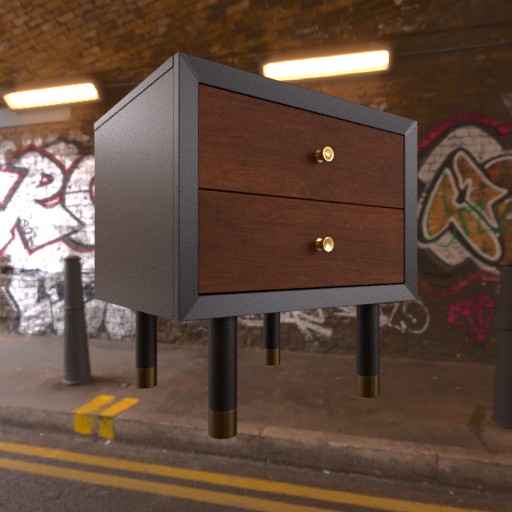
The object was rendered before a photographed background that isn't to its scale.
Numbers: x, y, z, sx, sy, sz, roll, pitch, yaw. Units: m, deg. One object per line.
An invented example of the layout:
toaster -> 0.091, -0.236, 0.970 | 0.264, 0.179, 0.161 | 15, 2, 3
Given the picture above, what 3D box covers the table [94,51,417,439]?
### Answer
table -> 0.000, 0.000, 0.961 | 0.564, 0.584, 0.441 | 0, 0, -35
